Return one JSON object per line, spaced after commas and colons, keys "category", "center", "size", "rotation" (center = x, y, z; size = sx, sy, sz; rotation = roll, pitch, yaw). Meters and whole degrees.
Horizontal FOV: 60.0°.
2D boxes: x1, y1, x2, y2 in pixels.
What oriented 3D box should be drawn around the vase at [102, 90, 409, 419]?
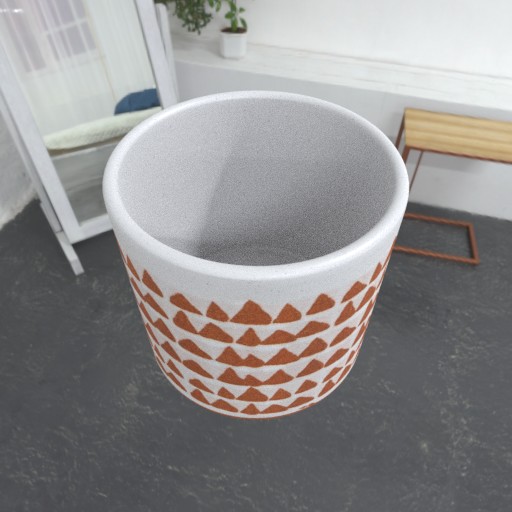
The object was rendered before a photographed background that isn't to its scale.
{"category": "vase", "center": [0.000, 0.000, 0.247], "size": [0.137, 0.127, 0.137], "rotation": [0, 47, 0]}
